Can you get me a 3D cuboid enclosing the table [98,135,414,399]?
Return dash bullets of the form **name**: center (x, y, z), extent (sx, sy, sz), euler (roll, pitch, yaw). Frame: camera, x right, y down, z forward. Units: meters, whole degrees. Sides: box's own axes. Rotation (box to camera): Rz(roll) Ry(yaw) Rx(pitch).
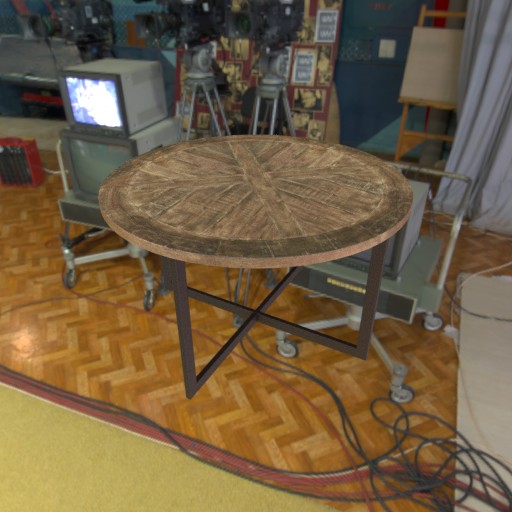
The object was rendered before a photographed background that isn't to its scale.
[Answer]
- **table**: center (0.000, 0.000, 2.055), extent (1.264, 0.762, 1.264), euler (0, 32, 0)
